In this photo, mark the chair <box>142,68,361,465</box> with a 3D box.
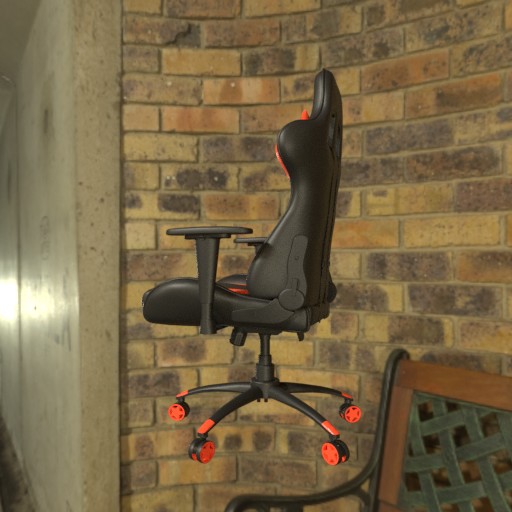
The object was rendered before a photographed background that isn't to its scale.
[{"bbox_3d":[0.000,0.000,1.656,0.730,1.282,0.695,0,-1,19],"label":"chair"}]
